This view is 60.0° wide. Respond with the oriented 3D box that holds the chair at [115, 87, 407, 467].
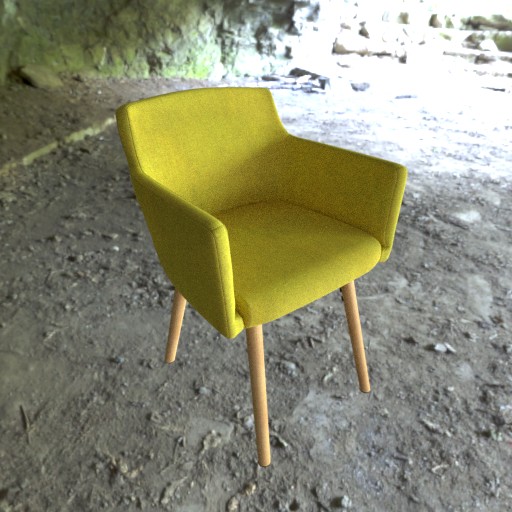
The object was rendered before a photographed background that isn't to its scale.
[{"bbox_3d":[0.000,0.000,1.173,0.570,0.780,0.570,-22,36,-33],"label":"chair"}]
